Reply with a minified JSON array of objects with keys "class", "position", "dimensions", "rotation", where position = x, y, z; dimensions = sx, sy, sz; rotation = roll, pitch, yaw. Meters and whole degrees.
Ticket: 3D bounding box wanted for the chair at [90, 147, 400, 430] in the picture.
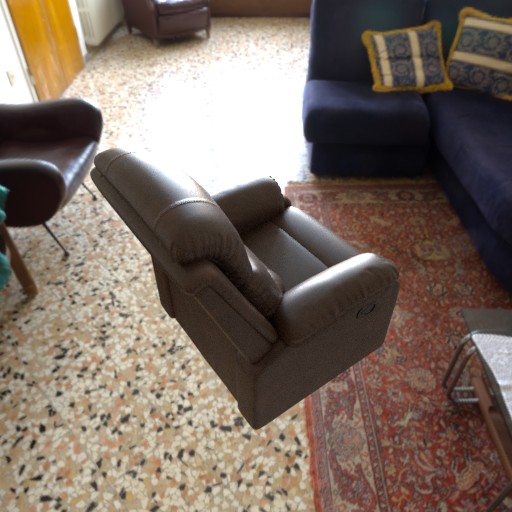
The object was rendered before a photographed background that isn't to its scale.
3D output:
[{"class":"chair","position":[0.000,0.000,1.729],"dimensions":[0.919,0.992,0.855],"rotation":[-25,47,-26]}]
